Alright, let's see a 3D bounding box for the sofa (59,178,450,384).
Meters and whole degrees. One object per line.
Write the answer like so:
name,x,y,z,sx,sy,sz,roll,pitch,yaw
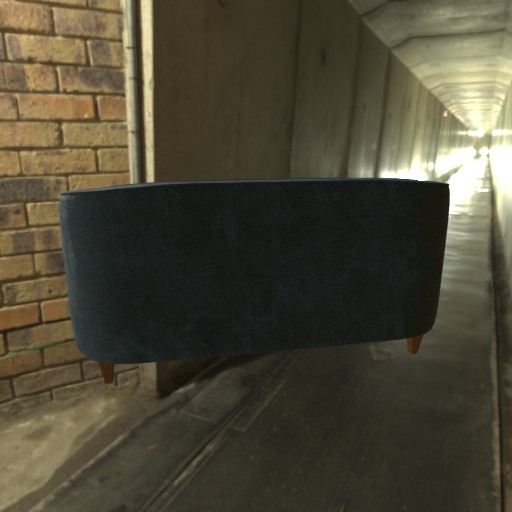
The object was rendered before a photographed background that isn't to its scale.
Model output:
sofa,0.000,0.000,2.248,1.733,0.854,0.941,-3,16,-10
